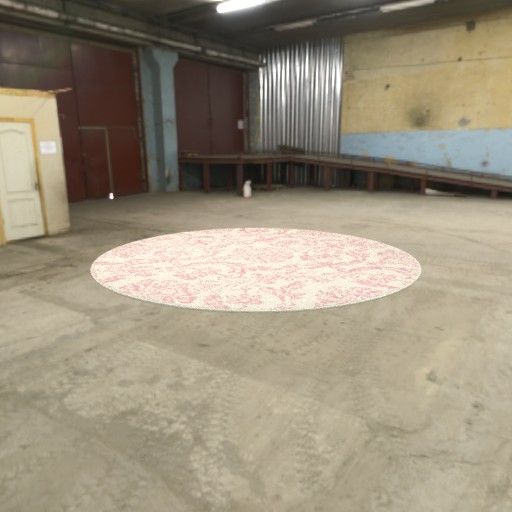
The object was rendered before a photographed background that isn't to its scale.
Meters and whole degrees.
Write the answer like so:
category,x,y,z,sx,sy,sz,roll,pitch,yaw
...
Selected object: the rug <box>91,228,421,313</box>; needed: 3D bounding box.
category,x,y,z,sx,sy,sz,roll,pitch,yaw
rug,0.000,0.000,2.270,1.593,0.012,1.593,0,14,0
